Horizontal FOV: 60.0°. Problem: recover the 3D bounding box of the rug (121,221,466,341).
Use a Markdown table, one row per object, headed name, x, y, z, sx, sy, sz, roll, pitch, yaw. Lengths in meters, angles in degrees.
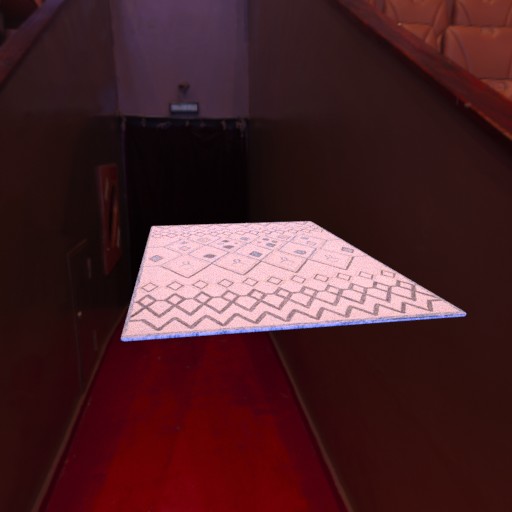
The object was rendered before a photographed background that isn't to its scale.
| name | x | y | z | sx | sy | sz | roll | pitch | yaw |
| --- | --- | --- | --- | --- | --- | --- | --- | --- | --- |
| rug | 0.000 | 0.000 | 3.051 | 1.524 | 0.015 | 2.439 | -3 | 15 | -10 |
